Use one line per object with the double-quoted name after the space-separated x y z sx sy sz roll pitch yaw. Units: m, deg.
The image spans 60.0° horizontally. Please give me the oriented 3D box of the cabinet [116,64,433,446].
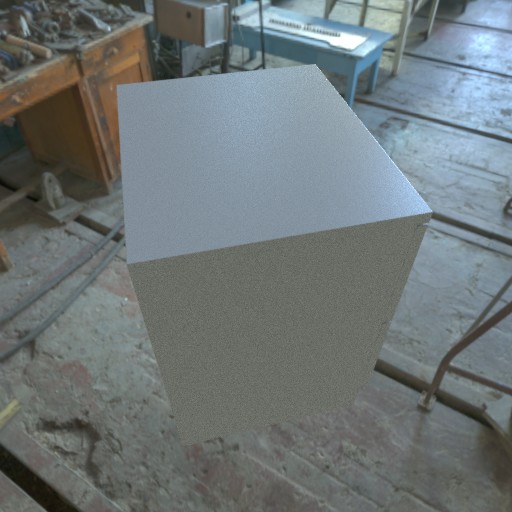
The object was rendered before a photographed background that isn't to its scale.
0.000 0.000 0.770 0.360 0.470 0.400 -10 47 -9 "cabinet"
